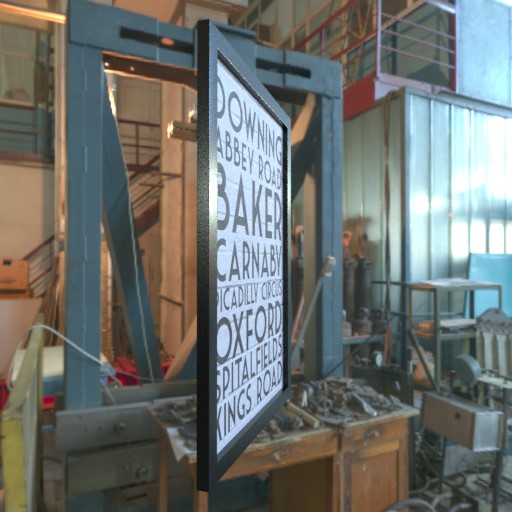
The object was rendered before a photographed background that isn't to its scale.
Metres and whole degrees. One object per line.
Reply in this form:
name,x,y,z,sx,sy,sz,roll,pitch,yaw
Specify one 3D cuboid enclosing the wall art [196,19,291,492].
wall art,0.000,0.000,0.835,0.019,0.656,0.462,0,-1,19
